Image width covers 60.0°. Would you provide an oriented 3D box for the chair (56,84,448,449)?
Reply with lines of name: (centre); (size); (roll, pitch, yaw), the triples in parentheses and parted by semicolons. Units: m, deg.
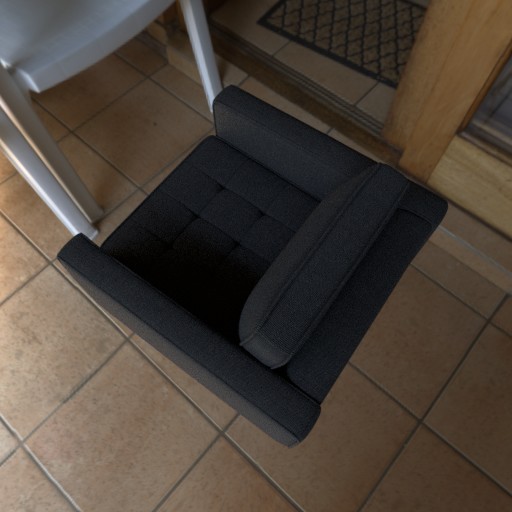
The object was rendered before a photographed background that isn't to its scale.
chair: (0.000, 0.000, 1.561); (0.919, 0.770, 0.899); (33, 69, 15)
